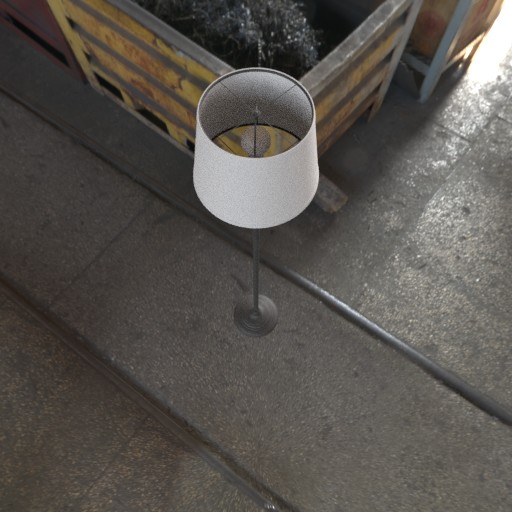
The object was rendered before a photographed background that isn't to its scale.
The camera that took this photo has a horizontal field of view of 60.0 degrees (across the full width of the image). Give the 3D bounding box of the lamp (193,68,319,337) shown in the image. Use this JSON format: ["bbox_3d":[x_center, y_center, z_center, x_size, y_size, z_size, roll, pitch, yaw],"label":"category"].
[{"bbox_3d":[0.000,0.000,1.635,0.327,1.506,0.327,3,66,1],"label":"lamp"}]
